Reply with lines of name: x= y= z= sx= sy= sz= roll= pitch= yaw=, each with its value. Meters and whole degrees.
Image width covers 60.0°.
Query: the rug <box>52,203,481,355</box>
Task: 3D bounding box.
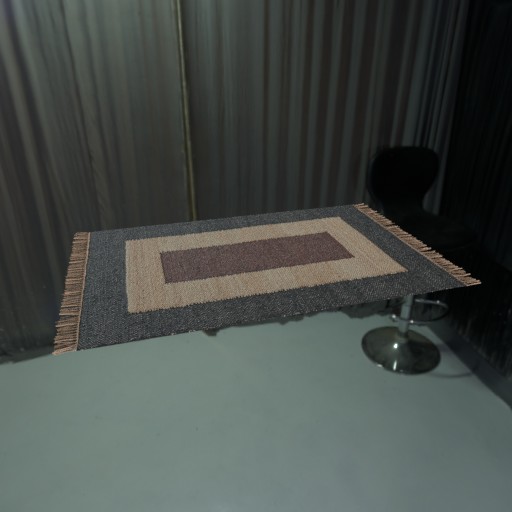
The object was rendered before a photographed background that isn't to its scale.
rug: x=0.000 y=0.000 z=2.492 sx=2.021 sy=0.027 sz=1.224 roll=-7 pitch=27 yaw=-14
